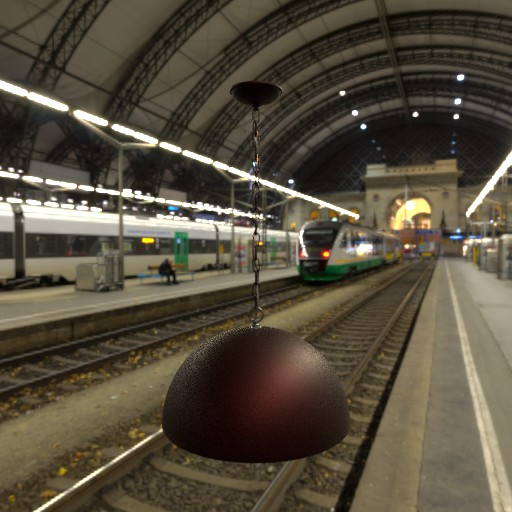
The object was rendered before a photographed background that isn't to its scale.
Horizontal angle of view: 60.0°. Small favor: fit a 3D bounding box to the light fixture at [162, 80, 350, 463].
[{"bbox_3d":[0.000,0.000,1.172,0.492,0.869,0.492,0,1,2],"label":"light fixture"}]
